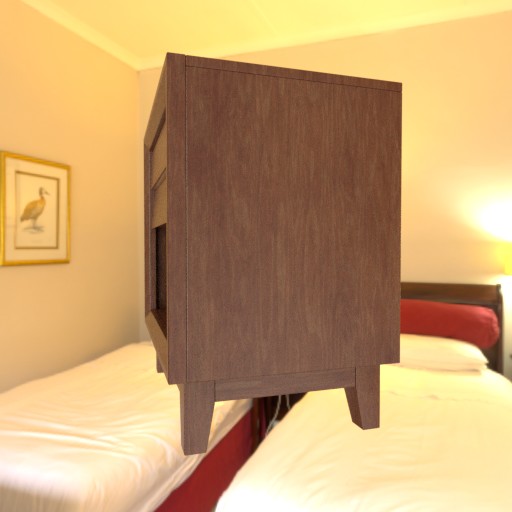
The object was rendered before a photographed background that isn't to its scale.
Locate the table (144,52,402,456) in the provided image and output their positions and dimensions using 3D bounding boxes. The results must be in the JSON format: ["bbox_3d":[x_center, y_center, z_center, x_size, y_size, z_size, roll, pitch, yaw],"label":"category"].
[{"bbox_3d":[0.000,0.000,0.984,0.449,0.609,0.557,0,2,-18],"label":"table"}]
